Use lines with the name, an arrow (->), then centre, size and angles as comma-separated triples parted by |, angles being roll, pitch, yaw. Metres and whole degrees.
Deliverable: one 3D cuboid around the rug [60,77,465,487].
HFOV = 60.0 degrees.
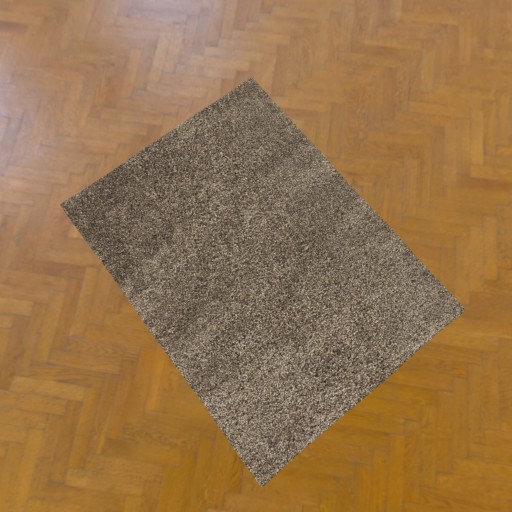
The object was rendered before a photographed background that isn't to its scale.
rug -> 0.000, 0.000, 2.115 | 1.198, 0.025, 1.601 | -37, 77, -10
